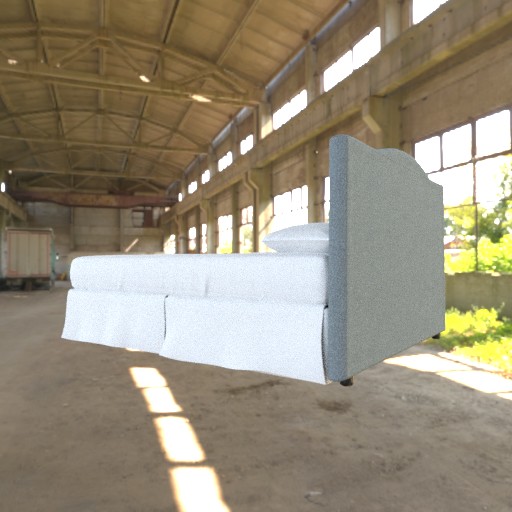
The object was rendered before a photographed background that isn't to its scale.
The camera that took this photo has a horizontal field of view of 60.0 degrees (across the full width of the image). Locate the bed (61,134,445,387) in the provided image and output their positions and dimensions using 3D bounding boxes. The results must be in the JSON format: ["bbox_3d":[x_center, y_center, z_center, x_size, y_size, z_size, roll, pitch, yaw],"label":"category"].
[{"bbox_3d":[0.000,0.000,3.932,2.689,1.457,2.161,-1,-1,36],"label":"bed"}]
